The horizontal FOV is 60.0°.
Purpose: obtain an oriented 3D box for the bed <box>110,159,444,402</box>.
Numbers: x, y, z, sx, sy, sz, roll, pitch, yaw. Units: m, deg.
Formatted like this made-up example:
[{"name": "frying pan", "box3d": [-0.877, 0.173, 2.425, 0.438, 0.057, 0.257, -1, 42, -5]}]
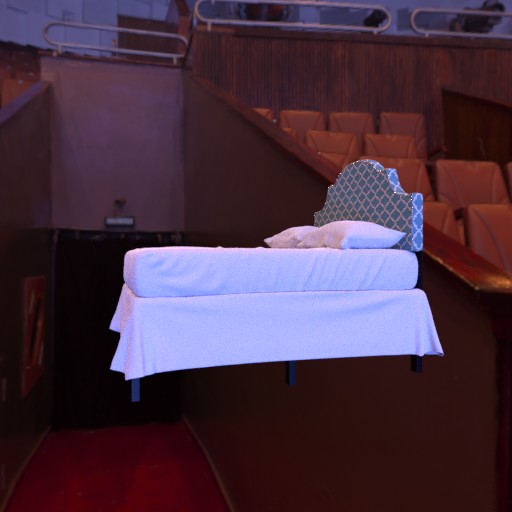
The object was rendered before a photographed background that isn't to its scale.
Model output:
[{"name": "bed", "box3d": [0.000, 0.000, 3.540, 2.222, 1.633, 1.780, 0, 0, -18]}]
